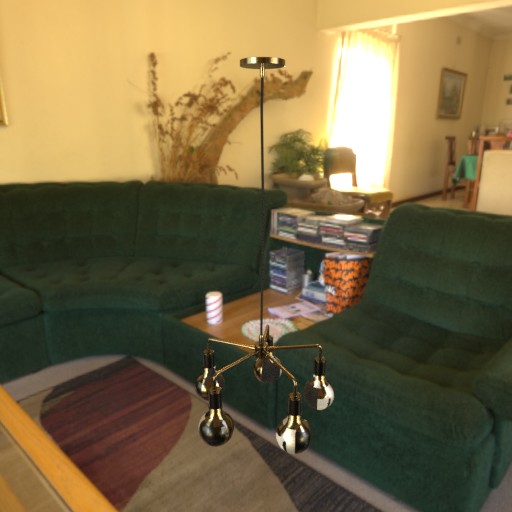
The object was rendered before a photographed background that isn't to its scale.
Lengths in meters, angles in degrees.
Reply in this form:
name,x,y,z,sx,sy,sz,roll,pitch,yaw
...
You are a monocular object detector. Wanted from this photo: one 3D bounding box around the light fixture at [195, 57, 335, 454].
name,x,y,z,sx,sy,sz,roll,pitch,yaw
light fixture,0.000,0.000,1.215,0.421,0.988,0.438,8,18,25
